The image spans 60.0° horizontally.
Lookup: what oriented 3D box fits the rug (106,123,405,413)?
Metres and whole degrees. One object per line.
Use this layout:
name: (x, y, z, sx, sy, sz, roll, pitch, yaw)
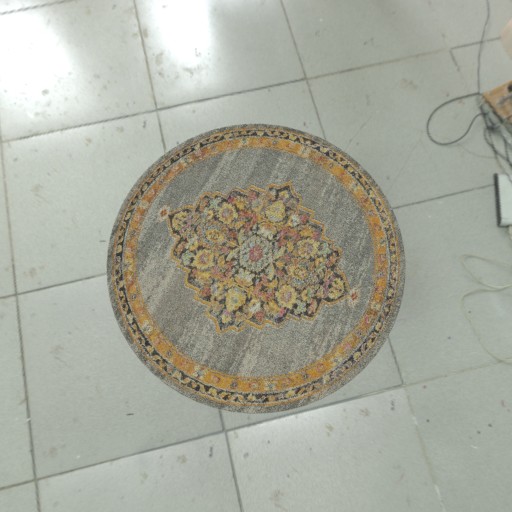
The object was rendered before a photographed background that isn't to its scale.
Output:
rug: (0.000, 0.000, 3.541, 2.382, 0.014, 2.382, 0, 75, 0)
